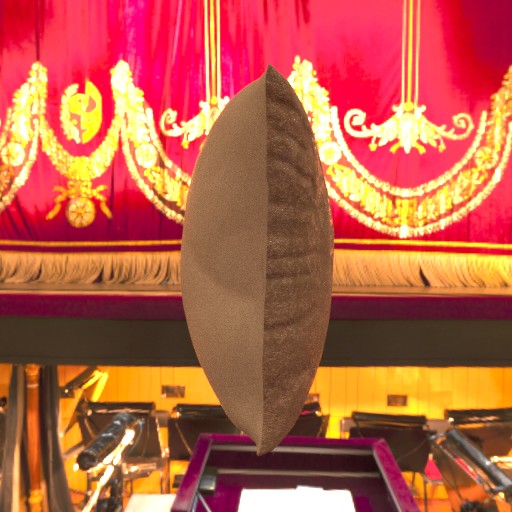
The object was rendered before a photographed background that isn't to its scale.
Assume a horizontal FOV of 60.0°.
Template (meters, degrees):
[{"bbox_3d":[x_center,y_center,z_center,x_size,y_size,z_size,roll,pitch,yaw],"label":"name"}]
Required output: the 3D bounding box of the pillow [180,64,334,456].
[{"bbox_3d":[0.000,0.000,0.723,0.245,0.448,0.450,0,1,1],"label":"pillow"}]
